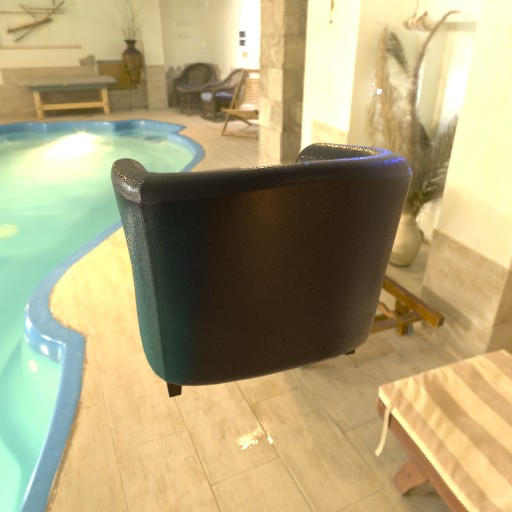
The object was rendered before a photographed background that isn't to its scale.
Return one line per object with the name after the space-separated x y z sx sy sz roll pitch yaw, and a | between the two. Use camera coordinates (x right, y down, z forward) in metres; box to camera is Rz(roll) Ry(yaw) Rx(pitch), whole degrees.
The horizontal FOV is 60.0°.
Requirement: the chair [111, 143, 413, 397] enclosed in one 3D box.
0.000 0.000 1.395 0.793 0.756 0.727 -9 28 -17 | chair
